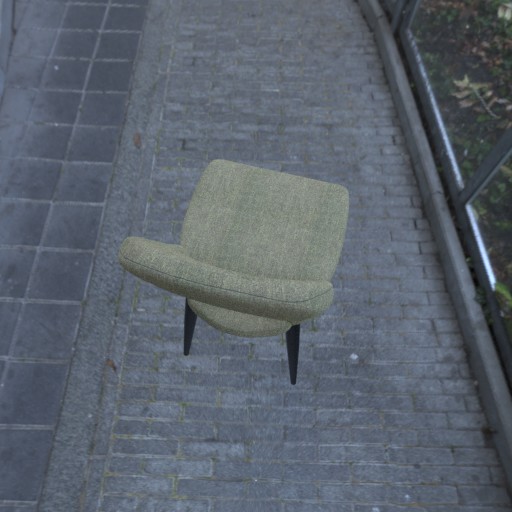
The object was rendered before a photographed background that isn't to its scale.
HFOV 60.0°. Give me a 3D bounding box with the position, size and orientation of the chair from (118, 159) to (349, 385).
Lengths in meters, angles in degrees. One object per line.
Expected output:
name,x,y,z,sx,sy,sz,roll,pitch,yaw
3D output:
chair,0.000,0.000,1.276,0.470,0.931,0.612,14,64,7
